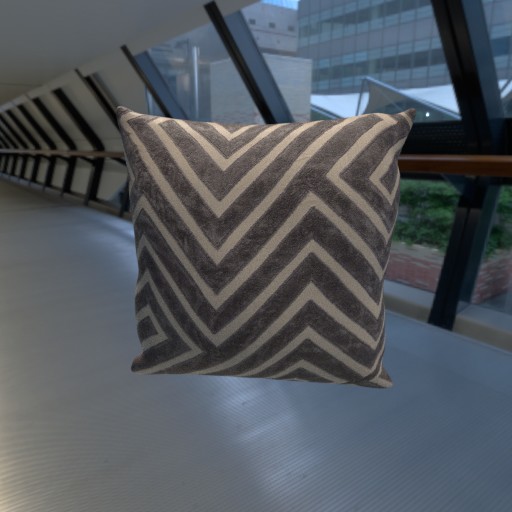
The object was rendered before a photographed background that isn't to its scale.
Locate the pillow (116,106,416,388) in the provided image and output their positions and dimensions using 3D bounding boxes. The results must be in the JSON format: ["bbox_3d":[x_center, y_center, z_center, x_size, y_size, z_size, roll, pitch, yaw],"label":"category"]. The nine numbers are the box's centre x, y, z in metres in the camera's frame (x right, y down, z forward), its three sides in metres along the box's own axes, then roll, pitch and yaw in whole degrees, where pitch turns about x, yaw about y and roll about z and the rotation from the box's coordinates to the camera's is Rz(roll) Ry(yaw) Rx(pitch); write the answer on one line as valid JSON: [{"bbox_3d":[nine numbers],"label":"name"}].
[{"bbox_3d":[0.000,0.000,0.680,0.440,0.441,0.182,2,15,8],"label":"pillow"}]
